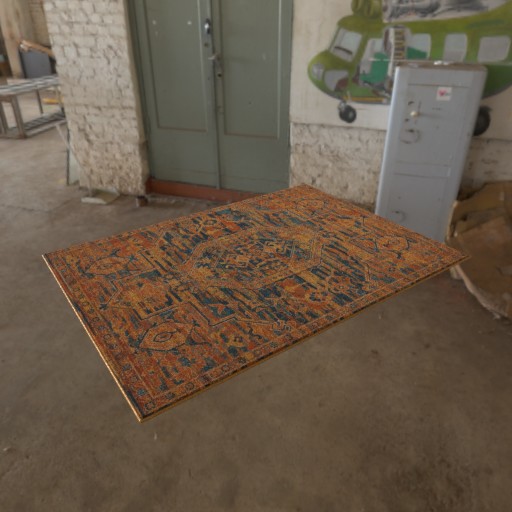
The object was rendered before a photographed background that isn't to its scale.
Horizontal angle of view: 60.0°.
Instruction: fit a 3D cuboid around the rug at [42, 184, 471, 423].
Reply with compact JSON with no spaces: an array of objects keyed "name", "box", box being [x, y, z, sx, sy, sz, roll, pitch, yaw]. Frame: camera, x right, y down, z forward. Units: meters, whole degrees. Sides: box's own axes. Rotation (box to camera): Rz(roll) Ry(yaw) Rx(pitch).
[{"name":"rug","box":[0.000,0.000,2.802,2.204,0.024,1.588,-19,35,-30]}]
